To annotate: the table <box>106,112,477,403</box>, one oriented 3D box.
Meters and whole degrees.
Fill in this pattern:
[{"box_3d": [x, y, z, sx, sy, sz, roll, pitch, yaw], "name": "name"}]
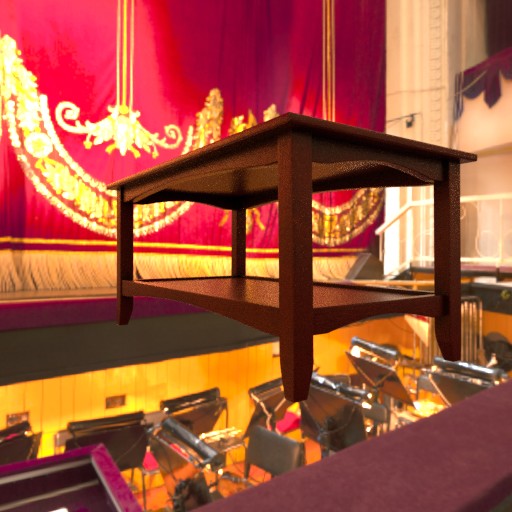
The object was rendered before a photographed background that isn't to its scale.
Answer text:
[{"box_3d": [0.000, 0.000, 1.212, 0.533, 0.456, 0.943, -1, 1, -35], "name": "table"}]
